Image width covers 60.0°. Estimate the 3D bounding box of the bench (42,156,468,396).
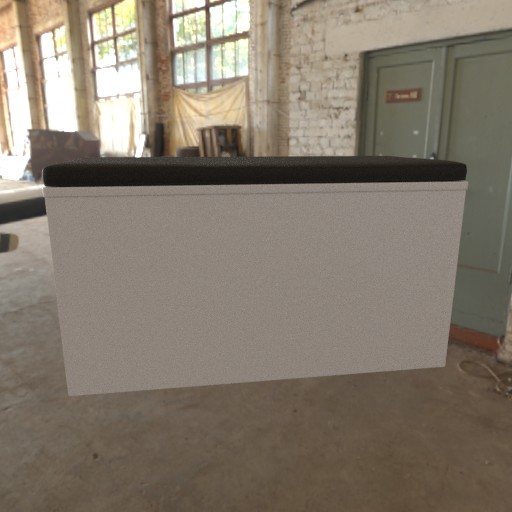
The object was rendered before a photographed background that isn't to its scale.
[{"bbox_3d":[0.000,0.000,1.163,0.899,0.500,0.401,-2,15,-8],"label":"bench"}]
